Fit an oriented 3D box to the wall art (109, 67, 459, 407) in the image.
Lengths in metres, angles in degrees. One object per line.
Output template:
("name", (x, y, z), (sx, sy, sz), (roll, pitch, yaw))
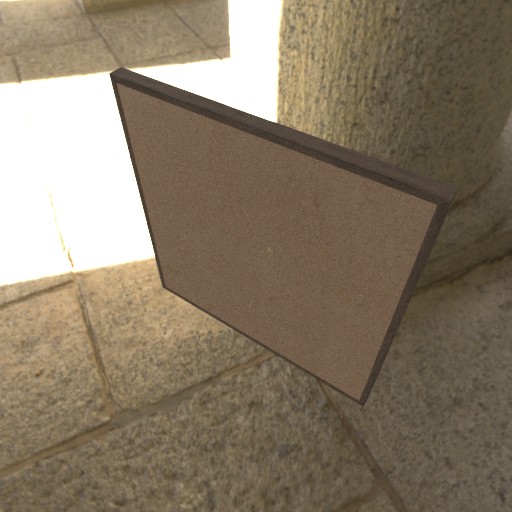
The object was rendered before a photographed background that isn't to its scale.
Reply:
("wall art", (0.000, 0.000, 1.127), (0.762, 0.762, 0.038), (27, 53, 22))
